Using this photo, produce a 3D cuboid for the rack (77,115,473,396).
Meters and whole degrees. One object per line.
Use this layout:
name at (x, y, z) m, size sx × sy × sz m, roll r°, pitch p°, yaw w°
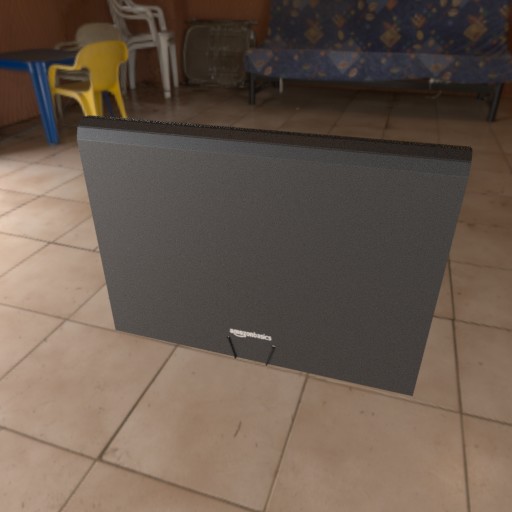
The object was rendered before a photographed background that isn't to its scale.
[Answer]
rack at (0.000, 0.000, 0.427) m, size 0.330 × 0.241 × 0.041 m, roll 9°, pitch 32°, yaw 15°
